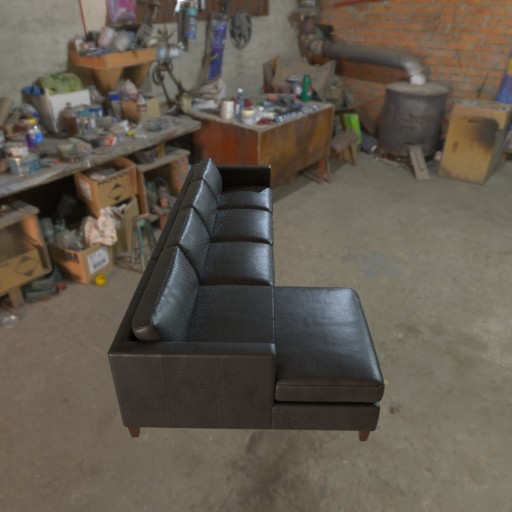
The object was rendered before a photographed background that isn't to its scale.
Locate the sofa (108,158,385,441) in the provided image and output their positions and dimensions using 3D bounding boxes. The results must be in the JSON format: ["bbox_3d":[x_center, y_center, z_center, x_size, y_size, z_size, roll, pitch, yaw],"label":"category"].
[{"bbox_3d":[0.000,0.000,3.944,1.581,0.883,3.203,1,30,1],"label":"sofa"}]
